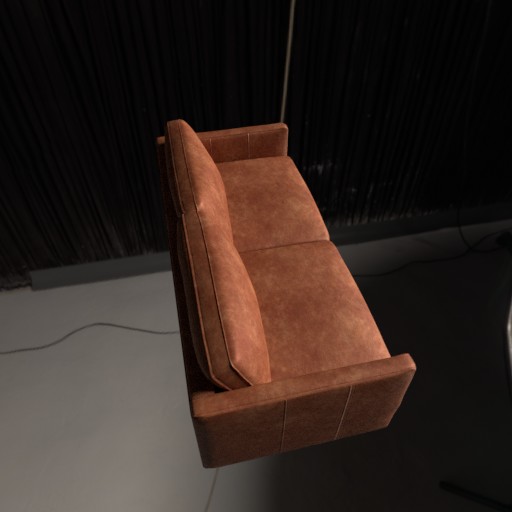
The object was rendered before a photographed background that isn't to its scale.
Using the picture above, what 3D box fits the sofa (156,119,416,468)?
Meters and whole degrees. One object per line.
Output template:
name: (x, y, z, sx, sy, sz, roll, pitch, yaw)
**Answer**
sofa: (0.000, 0.000, 2.494, 0.923, 0.863, 1.971, -9, 46, -9)
